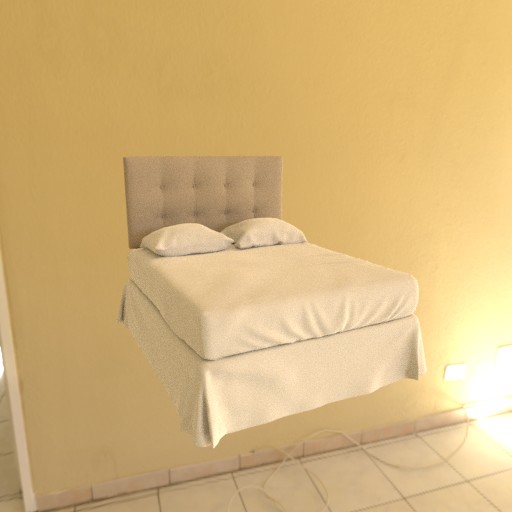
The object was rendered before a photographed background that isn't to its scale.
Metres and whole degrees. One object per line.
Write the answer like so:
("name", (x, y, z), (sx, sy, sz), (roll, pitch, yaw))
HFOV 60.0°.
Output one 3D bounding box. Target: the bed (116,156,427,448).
("bed", (0.000, 0.000, 3.605), (1.936, 1.577, 2.222), (-7, 15, -27))
